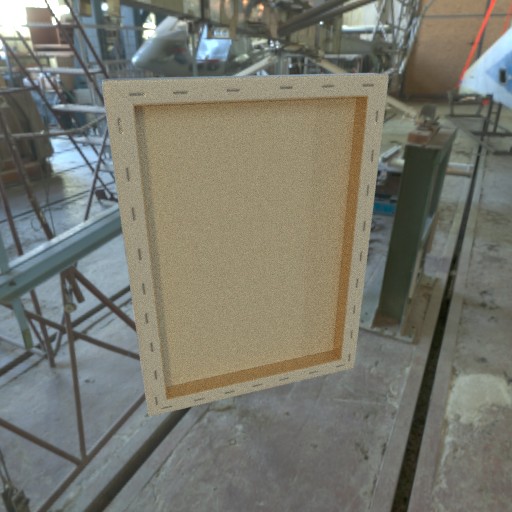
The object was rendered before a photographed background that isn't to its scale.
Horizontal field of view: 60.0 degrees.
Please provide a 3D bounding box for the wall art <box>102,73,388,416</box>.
[{"bbox_3d":[0.000,0.000,0.814,0.455,0.613,0.037,-8,27,-17],"label":"wall art"}]
